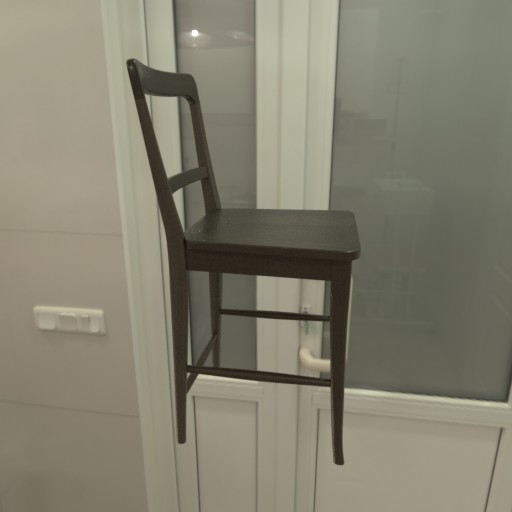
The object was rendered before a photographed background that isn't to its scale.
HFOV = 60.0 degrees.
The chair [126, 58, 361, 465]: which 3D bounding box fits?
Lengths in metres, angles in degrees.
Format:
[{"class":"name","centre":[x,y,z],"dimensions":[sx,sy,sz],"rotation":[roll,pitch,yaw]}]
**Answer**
[{"class":"chair","centre":[0.000,0.000,1.249],"dimensions":[0.546,0.991,0.450],"rotation":[3,18,9]}]
